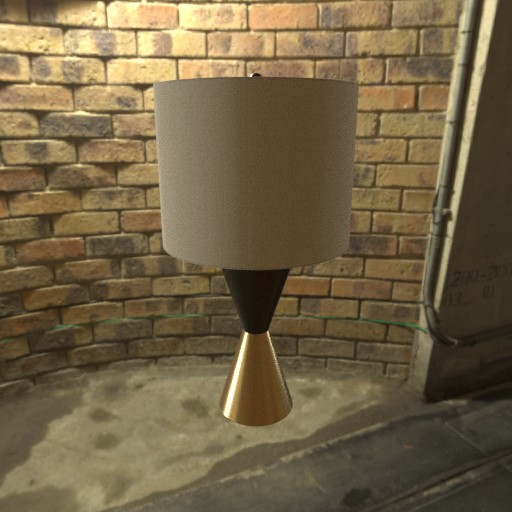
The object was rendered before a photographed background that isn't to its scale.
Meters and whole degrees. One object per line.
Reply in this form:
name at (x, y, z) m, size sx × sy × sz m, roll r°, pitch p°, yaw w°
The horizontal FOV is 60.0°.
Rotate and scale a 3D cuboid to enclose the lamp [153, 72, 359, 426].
lamp at (0.000, 0.000, 0.747) m, size 0.304 × 0.573 × 0.304 m, roll 8°, pitch 19°, yaw 26°
